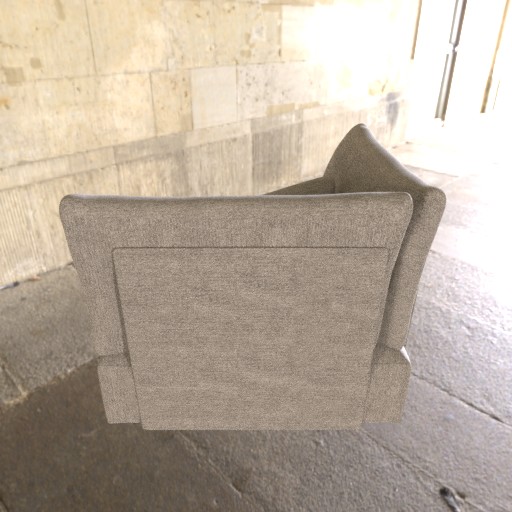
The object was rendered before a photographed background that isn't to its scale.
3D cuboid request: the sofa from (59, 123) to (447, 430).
[{"bbox_3d":[0.000,0.000,1.690,1.000,0.820,1.000,0,27,0],"label":"sofa"}]
